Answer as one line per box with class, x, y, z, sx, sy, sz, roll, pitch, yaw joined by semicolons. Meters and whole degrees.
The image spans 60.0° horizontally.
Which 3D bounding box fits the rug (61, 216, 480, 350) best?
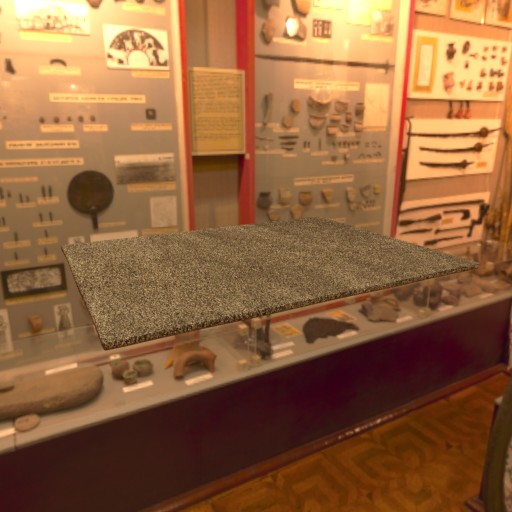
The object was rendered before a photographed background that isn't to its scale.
rug;0.000;0.000;2.096;1.601;0.025;1.198;-9;18;-27
